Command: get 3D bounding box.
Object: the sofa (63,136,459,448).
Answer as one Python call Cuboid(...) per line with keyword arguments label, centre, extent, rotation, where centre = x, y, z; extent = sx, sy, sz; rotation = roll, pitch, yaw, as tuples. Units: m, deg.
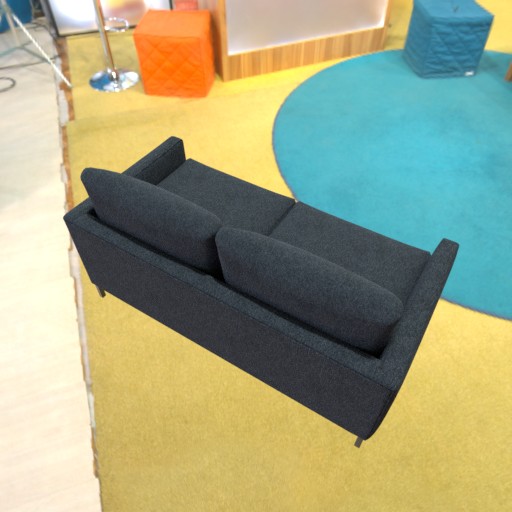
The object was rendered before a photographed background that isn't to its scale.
Cuboid(label="sofa", centre=(0.000, 0.000, 2.225), extent=(1.716, 0.862, 0.866), rotation=(25, 52, 21))
